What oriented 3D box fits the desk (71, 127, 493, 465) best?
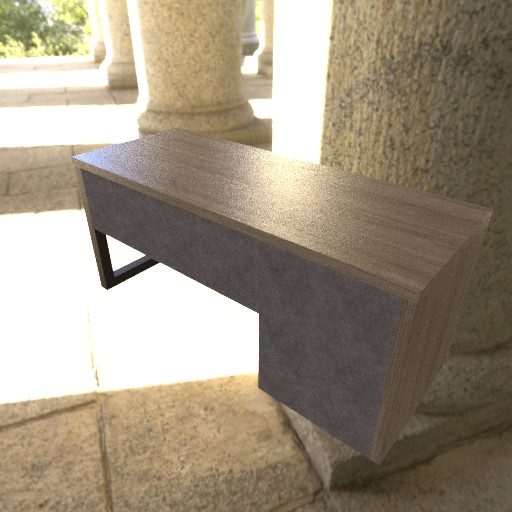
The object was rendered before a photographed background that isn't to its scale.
[{"bbox_3d":[0.000,0.000,2.054,1.700,0.760,0.690,23,38,33],"label":"desk"}]
